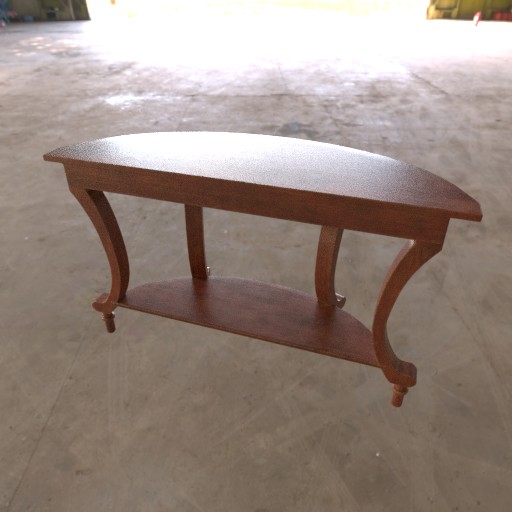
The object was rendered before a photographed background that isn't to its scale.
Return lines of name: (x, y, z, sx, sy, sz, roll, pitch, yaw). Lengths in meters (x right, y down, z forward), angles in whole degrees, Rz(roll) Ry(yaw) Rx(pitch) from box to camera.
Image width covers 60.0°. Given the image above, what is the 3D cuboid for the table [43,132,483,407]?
table: (0.000, 0.000, 1.489, 1.198, 0.699, 0.394, 10, 34, 16)
